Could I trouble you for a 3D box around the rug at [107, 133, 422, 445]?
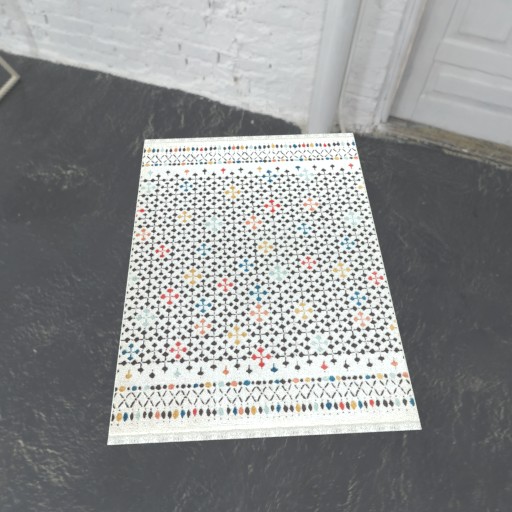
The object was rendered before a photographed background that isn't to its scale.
[{"bbox_3d":[0.000,0.000,4.159,2.354,0.007,3.196,-2,58,-1],"label":"rug"}]
